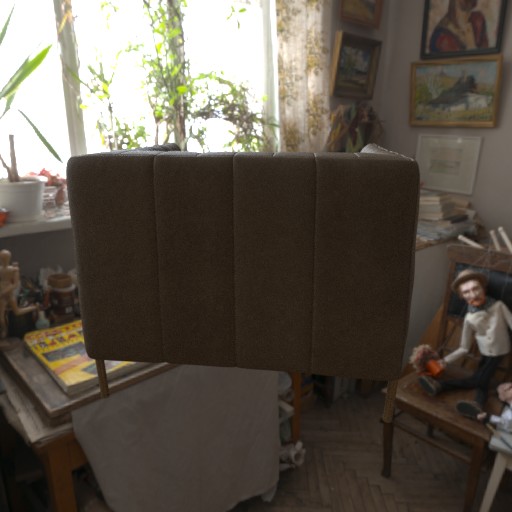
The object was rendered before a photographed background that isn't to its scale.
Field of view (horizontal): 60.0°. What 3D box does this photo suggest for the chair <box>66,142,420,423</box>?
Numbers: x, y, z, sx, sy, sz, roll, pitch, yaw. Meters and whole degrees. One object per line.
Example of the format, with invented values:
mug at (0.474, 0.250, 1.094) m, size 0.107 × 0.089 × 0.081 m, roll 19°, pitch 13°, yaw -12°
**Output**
chair at (0.000, 0.000, 1.605) m, size 0.981 × 0.779 × 0.876 m, roll 2°, pitch 17°, yaw 8°
